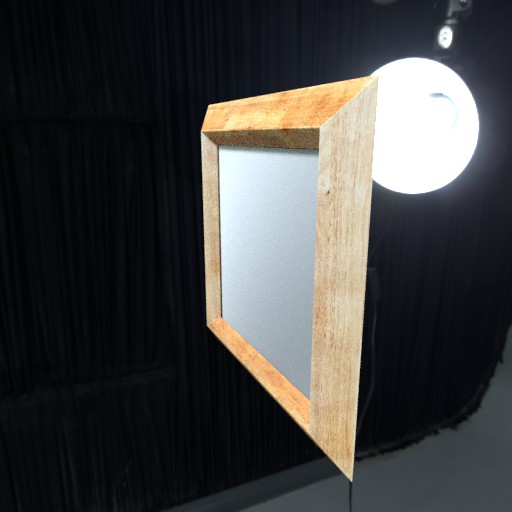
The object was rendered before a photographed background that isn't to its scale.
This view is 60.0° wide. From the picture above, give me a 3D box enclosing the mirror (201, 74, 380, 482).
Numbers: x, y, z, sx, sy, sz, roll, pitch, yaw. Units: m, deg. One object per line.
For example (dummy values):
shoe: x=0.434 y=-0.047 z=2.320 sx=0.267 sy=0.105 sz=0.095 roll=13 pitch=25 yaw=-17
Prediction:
mirror: x=0.000 y=0.000 z=0.946 sx=0.047 sy=0.651 sz=0.651 roll=-7 pitch=17 yaw=-25
